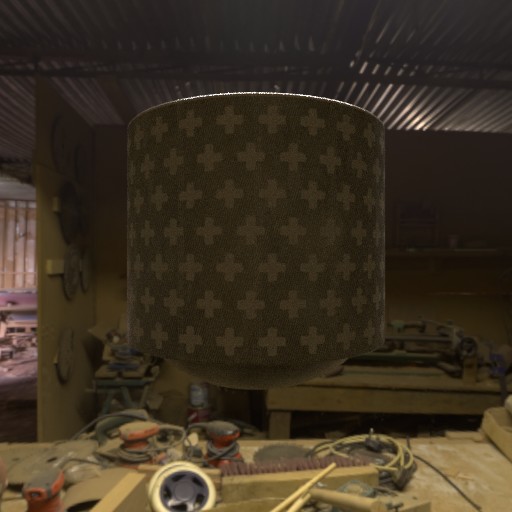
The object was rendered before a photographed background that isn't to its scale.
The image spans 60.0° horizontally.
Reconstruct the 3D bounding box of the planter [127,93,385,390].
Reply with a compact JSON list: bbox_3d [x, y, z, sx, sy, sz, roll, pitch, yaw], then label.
[{"bbox_3d":[0.000,0.000,0.340,0.190,0.181,0.190,0,0,0],"label":"planter"}]
